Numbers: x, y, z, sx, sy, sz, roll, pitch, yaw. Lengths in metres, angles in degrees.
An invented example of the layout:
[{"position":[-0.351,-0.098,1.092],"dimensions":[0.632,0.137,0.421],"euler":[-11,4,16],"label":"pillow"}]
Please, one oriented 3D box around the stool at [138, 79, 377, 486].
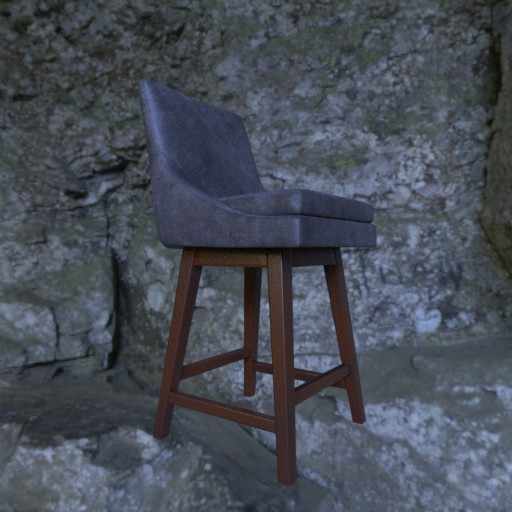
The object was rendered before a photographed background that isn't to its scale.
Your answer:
[{"position":[0.000,0.000,1.345],"dimensions":[0.587,1.046,0.492],"euler":[1,1,35],"label":"stool"}]
